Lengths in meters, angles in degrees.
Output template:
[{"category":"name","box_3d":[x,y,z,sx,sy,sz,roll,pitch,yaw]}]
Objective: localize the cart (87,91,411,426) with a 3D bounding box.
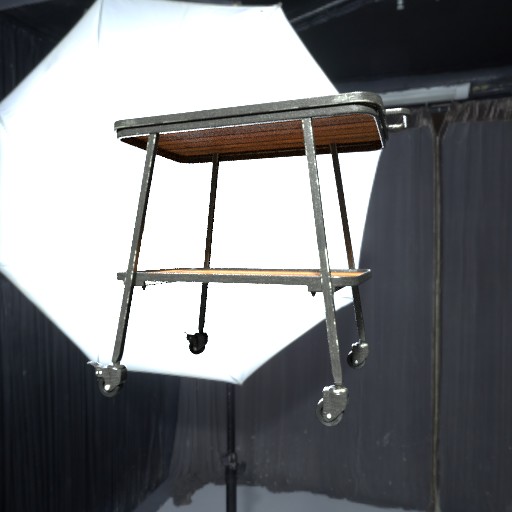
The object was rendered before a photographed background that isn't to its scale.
[{"category":"cart","box_3d":[0.000,0.000,1.229,0.806,0.700,0.515,0,1,19]}]
